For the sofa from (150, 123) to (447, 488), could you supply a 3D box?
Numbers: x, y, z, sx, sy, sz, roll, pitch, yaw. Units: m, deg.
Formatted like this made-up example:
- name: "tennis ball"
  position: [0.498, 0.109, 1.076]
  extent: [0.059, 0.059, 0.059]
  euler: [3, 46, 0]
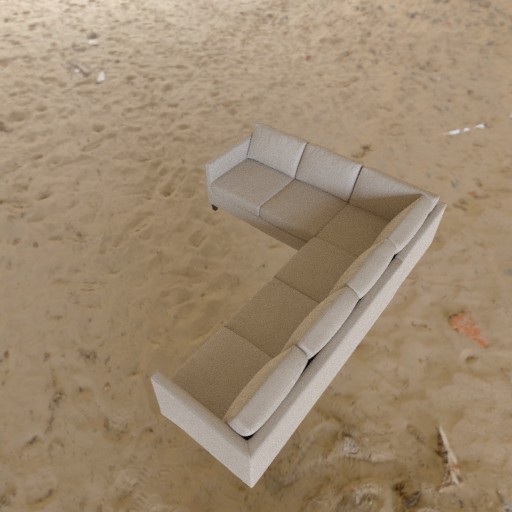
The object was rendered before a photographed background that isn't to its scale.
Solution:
- name: "sofa"
  position: [0.000, 0.000, 4.285]
  extent: [2.432, 0.863, 3.182]
  euler: [30, 53, 26]
